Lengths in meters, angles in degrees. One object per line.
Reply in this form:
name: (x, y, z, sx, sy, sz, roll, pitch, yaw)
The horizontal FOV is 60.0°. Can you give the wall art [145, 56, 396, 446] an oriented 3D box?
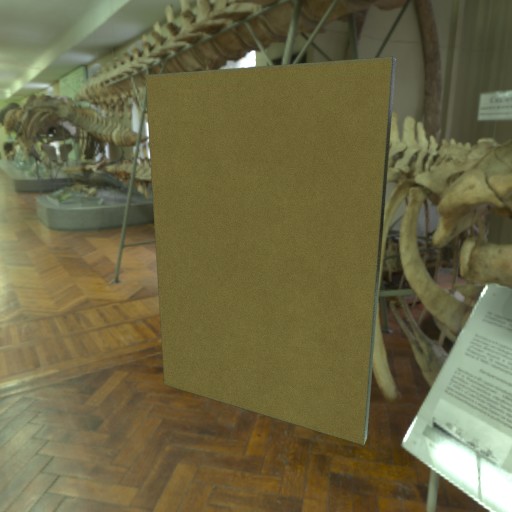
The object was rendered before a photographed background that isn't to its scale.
wall art: (0.000, 0.000, 0.577, 0.314, 0.455, 0.019, 8, 17, 26)
